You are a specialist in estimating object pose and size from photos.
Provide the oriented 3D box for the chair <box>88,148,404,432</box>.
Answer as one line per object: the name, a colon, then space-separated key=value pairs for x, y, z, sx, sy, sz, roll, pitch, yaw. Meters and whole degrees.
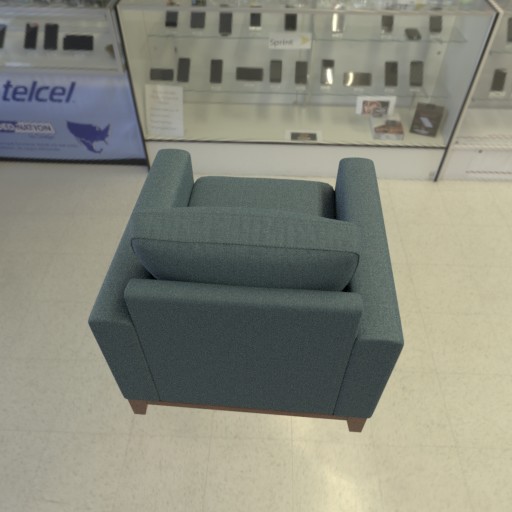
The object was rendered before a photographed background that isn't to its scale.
chair: x=0.000 y=0.000 z=1.895 sx=1.024 sy=1.010 sz=1.038 roll=3 pitch=47 yaw=3
